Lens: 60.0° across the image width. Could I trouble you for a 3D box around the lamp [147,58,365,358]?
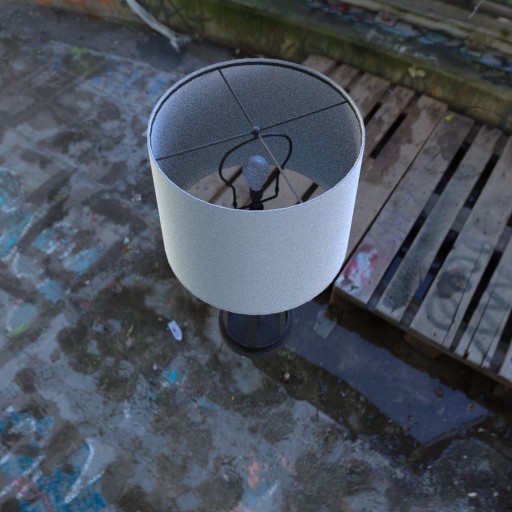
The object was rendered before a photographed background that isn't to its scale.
[{"bbox_3d":[0.000,0.000,0.667,0.251,0.509,0.251,0,59,0],"label":"lamp"}]
